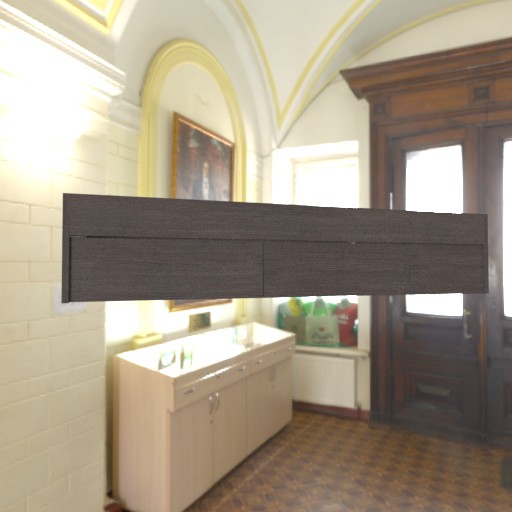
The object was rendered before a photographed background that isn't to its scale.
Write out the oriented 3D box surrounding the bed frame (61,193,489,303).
[{"bbox_3d":[0.000,0.000,2.575,1.944,0.459,1.448,1,-2,-19],"label":"bed frame"}]
